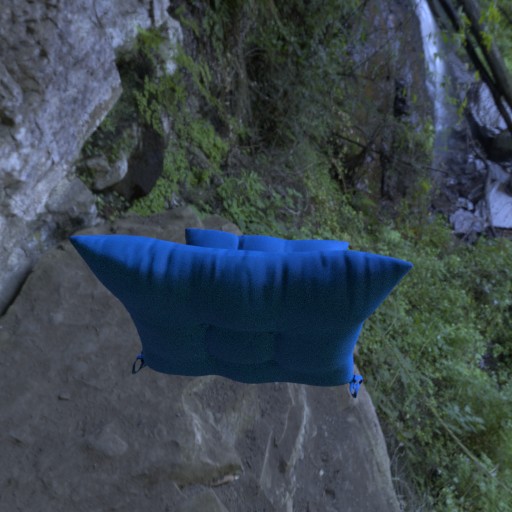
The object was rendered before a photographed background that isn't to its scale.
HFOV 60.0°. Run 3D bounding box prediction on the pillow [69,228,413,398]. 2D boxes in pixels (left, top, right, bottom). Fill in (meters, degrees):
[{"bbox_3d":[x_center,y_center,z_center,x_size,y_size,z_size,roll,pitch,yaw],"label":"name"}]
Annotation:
[{"bbox_3d":[0.000,0.000,0.998,0.541,0.536,0.585,5,47,4],"label":"pillow"}]
